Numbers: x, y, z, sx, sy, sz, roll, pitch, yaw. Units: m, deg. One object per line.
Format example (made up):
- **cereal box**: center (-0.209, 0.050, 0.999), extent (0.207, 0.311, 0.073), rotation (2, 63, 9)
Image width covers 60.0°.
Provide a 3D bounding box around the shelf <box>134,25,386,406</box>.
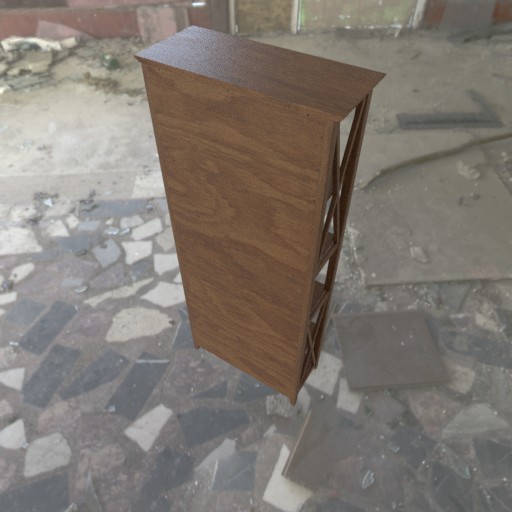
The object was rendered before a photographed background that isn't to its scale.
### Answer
- **shelf**: center (0.000, 0.000, 2.201), extent (0.805, 1.905, 0.335), rotation (25, 51, 21)
